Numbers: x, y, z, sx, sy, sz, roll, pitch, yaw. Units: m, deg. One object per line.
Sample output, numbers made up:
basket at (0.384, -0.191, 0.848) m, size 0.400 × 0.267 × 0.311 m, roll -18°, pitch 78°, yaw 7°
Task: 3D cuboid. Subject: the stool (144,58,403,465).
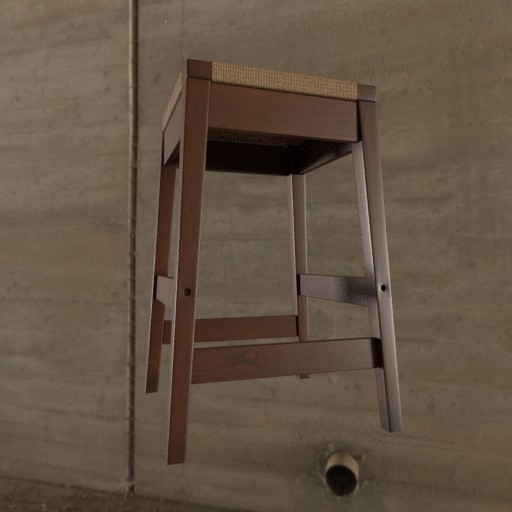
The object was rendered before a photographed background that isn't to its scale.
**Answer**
stool at (0.000, 0.000, 1.119) m, size 0.507 × 0.762 × 0.497 m, roll 0°, pitch -1°, yaw -19°
